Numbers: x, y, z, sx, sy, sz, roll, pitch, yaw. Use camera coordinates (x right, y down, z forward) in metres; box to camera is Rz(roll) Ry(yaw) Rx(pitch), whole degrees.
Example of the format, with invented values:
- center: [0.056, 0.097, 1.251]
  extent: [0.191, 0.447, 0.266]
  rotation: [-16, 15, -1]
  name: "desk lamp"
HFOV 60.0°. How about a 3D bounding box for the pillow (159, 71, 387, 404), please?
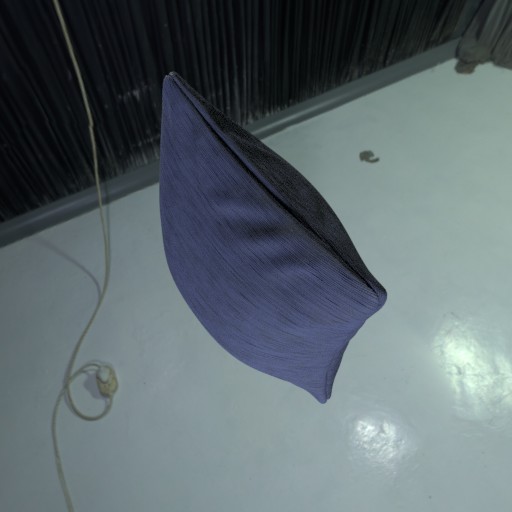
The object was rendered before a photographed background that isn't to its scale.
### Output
- center: [0.000, 0.000, 0.695]
  extent: [0.246, 0.414, 0.432]
  rotation: [-31, 63, -18]
  name: "pillow"
